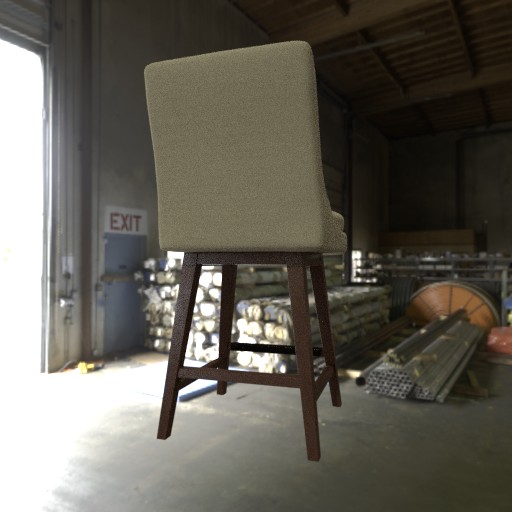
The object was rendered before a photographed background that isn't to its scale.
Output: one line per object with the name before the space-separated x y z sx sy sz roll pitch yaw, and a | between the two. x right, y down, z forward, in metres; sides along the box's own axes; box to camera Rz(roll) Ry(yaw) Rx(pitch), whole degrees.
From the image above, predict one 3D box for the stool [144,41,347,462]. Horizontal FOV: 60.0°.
stool | 0.000 0.000 1.314 0.483 0.991 0.559 0 0 18
